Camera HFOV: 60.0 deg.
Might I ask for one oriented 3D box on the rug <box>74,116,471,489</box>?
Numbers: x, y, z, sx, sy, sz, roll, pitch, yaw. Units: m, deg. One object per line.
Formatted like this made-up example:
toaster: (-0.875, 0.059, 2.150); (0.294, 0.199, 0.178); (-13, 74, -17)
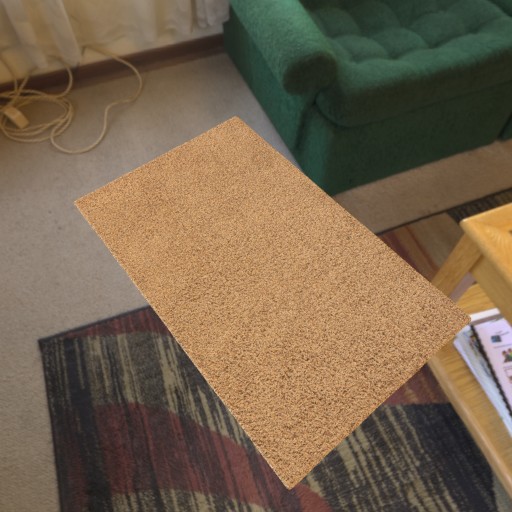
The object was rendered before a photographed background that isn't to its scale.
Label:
rug: (0.000, 0.000, 3.034); (1.524, 0.030, 2.438); (-34, 63, -20)
